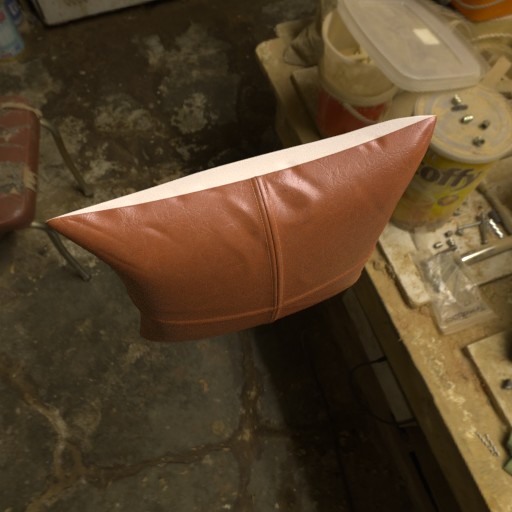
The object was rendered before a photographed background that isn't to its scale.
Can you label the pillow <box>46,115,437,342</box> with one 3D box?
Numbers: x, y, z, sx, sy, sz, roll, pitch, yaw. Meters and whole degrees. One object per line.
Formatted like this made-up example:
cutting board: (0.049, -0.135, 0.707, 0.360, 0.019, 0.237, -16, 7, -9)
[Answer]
pillow: (0.000, 0.000, 0.747, 0.501, 0.477, 0.192, -17, 65, -8)
